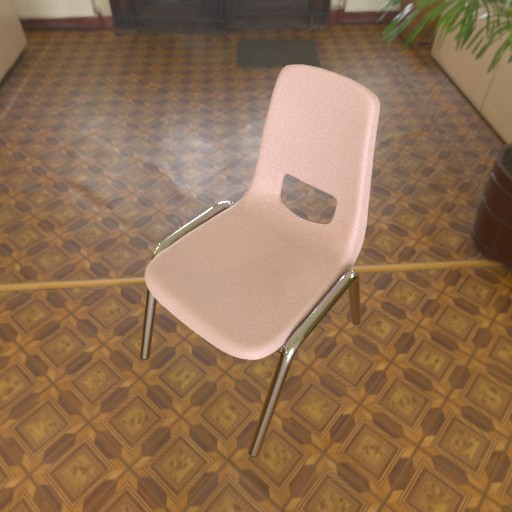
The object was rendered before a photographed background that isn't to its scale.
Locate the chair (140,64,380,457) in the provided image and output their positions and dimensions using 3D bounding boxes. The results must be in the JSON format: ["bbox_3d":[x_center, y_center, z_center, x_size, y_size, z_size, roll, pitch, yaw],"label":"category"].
[{"bbox_3d":[0.000,0.000,0.848,0.354,0.586,0.423,32,54,27],"label":"chair"}]
